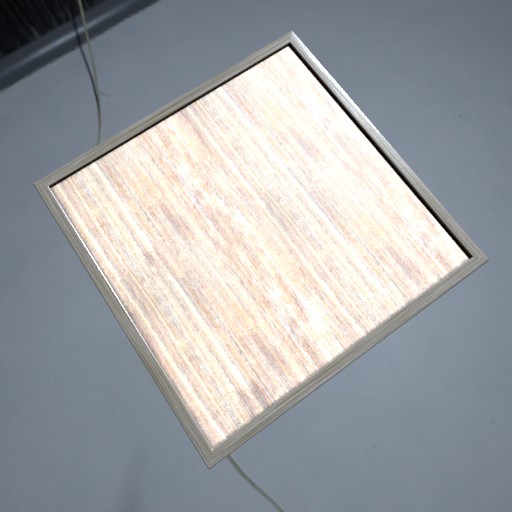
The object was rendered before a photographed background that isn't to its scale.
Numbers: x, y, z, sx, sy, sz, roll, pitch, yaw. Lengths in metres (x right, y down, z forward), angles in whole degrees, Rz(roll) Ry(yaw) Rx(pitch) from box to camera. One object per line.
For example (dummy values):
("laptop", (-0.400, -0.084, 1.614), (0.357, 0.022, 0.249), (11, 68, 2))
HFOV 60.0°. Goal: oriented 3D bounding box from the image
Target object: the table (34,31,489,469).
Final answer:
("table", (0.000, 0.000, 1.069), (0.611, 0.507, 0.609), (-34, 78, -8))
